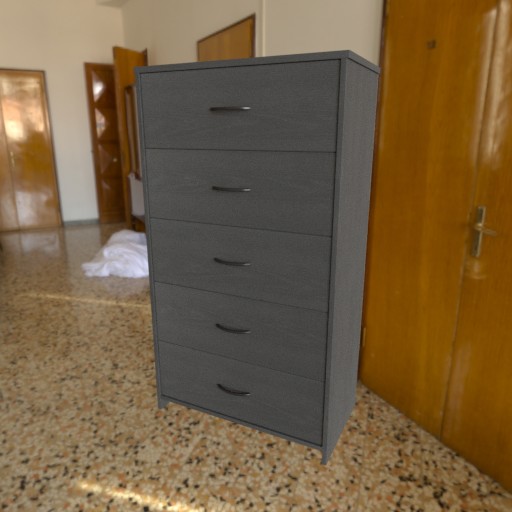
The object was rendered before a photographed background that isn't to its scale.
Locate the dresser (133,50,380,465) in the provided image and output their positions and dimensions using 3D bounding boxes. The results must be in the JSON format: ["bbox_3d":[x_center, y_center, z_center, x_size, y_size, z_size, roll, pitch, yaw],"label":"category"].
[{"bbox_3d":[0.000,0.000,1.587,0.704,1.255,0.399,8,18,26],"label":"dresser"}]
